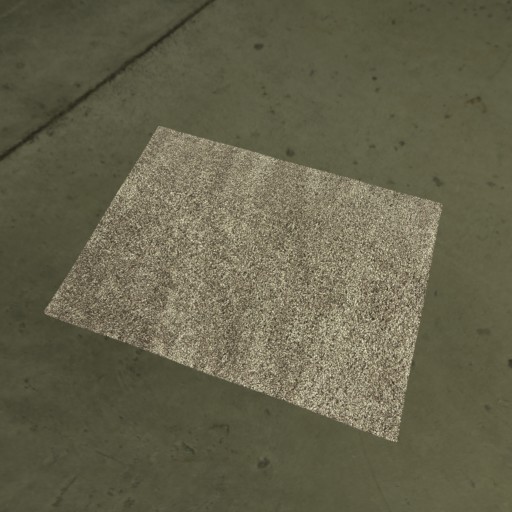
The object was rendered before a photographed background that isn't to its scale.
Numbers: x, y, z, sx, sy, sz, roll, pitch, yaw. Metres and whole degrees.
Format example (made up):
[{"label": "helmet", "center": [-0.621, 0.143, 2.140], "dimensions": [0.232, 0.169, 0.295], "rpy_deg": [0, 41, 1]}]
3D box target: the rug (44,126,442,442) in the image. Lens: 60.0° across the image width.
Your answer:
[{"label": "rug", "center": [0.000, 0.000, 2.135], "dimensions": [1.601, 0.025, 1.198], "rpy_deg": [17, 63, 9]}]
